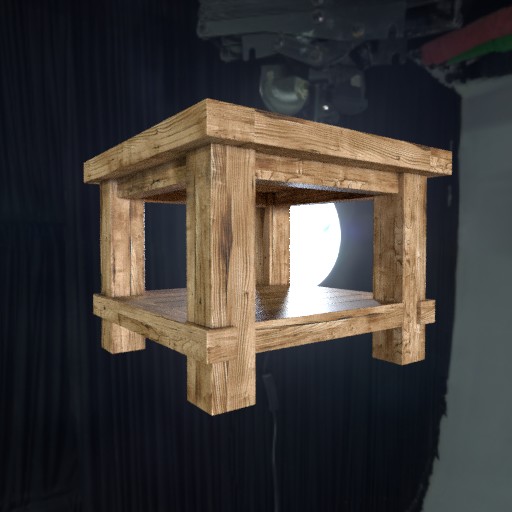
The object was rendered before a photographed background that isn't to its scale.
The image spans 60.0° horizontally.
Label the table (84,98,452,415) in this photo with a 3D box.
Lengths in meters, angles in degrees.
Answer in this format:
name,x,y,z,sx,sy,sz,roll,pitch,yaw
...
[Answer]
name,x,y,z,sx,sy,sz,roll,pitch,yaw
table,0.000,0.000,1.036,0.610,0.457,0.610,-1,2,-36
